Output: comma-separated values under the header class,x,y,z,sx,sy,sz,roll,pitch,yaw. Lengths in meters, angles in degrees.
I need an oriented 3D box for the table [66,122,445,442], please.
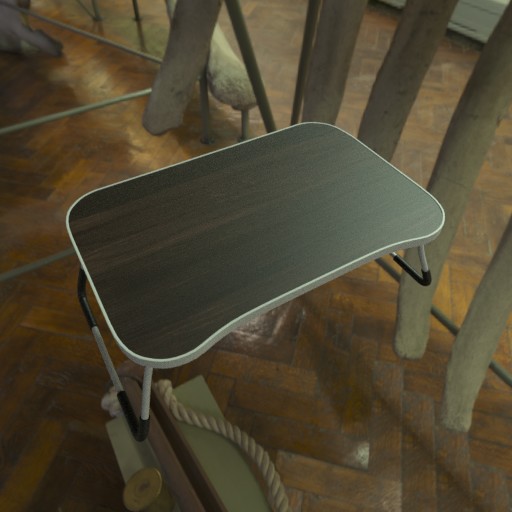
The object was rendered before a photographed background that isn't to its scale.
class,x,y,z,sx,sy,sz,roll,pitch,yaw
table,0.000,0.000,0.858,0.660,0.232,0.400,-23,51,-20
